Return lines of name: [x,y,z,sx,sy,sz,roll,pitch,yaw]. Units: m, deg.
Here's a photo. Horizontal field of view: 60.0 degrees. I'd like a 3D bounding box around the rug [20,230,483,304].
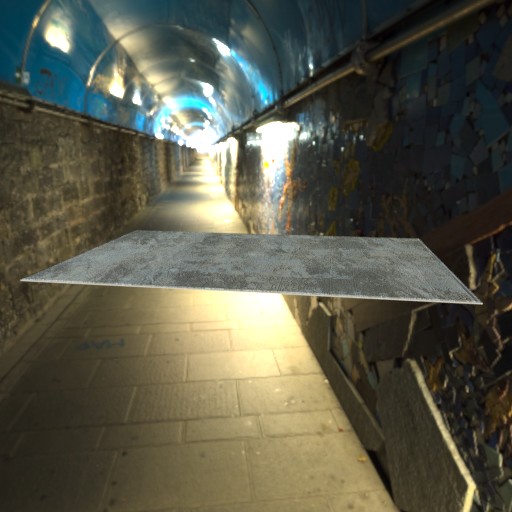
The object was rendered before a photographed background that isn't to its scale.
rug: [0.000,0.000,3.033,2.431,0.012,1.536,2,14,9]
